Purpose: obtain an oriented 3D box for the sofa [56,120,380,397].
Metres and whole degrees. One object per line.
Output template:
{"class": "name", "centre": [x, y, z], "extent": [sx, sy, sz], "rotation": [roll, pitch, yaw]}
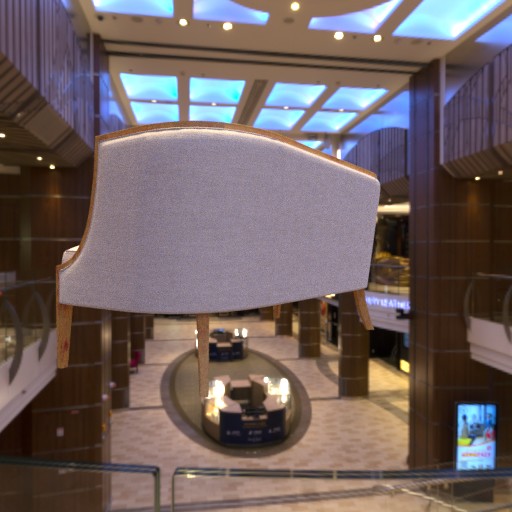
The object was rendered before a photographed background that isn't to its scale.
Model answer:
{"class": "sofa", "centre": [0.000, 0.000, 1.940], "extent": [0.770, 0.775, 1.474], "rotation": [0, 1, 35]}
